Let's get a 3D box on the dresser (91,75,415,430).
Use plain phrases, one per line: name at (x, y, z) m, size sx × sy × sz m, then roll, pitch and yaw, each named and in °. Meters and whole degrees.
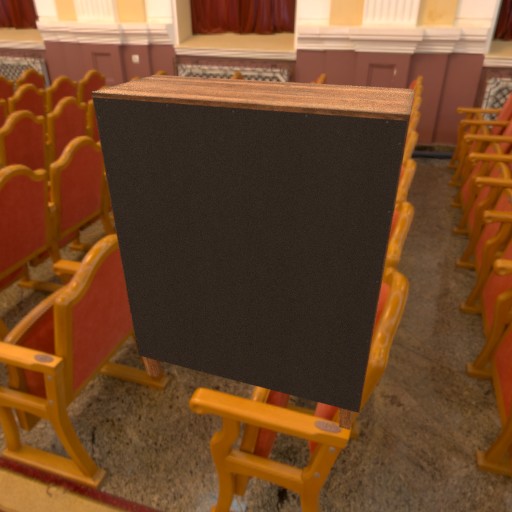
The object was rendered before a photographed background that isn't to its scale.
dresser at (0.000, 0.000, 1.915) m, size 1.067 × 1.359 × 0.438 m, roll 10°, pitch 32°, yaw 16°
